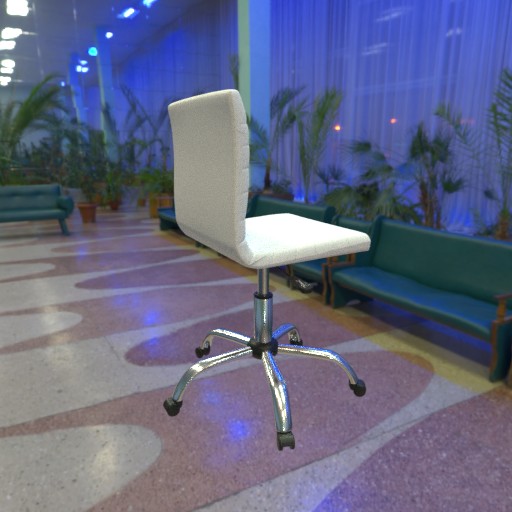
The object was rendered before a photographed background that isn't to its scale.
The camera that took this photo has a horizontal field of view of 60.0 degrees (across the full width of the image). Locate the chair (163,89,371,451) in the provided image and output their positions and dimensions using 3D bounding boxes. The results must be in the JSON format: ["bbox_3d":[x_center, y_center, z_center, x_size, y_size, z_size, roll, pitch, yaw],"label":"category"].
[{"bbox_3d":[0.000,0.000,1.163,0.530,0.780,0.556,-8,16,-27],"label":"chair"}]
